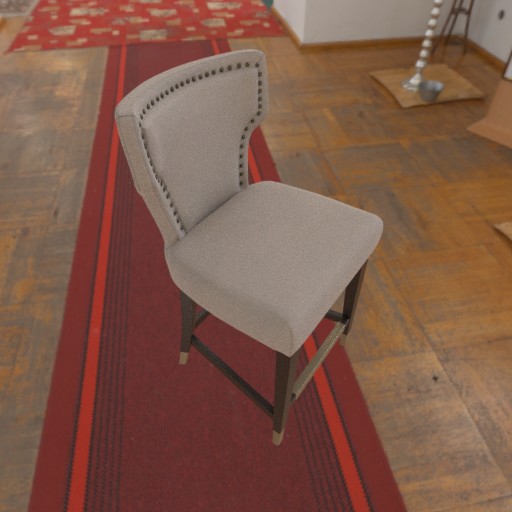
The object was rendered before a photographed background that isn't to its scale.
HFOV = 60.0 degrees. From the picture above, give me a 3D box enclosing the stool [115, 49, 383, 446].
[{"bbox_3d":[0.000,0.000,1.308,0.563,0.982,0.527,25,48,25],"label":"stool"}]
